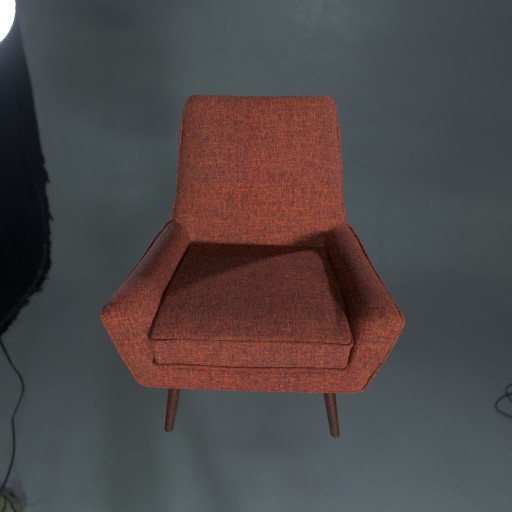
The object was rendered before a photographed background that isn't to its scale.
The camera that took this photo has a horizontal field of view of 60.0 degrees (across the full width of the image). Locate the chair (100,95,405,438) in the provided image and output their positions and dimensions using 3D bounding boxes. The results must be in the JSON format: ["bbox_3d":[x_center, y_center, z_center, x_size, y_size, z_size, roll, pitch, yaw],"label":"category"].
[{"bbox_3d":[0.000,0.000,1.476,0.803,0.911,0.784,1,30,2],"label":"chair"}]
